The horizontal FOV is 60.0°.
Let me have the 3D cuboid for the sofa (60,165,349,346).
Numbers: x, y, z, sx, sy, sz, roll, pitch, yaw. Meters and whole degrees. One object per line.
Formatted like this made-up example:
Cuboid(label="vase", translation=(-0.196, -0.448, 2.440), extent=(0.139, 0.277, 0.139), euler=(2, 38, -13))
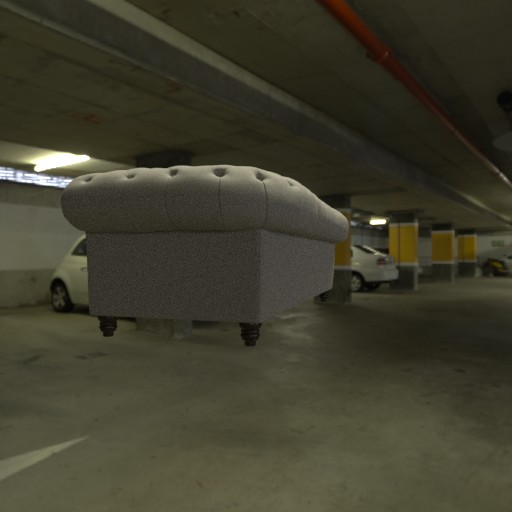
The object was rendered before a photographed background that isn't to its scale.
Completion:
Cuboid(label="sofa", translation=(0.000, 0.000, 2.832), extent=(0.991, 0.749, 2.411), euler=(0, 0, 18))
